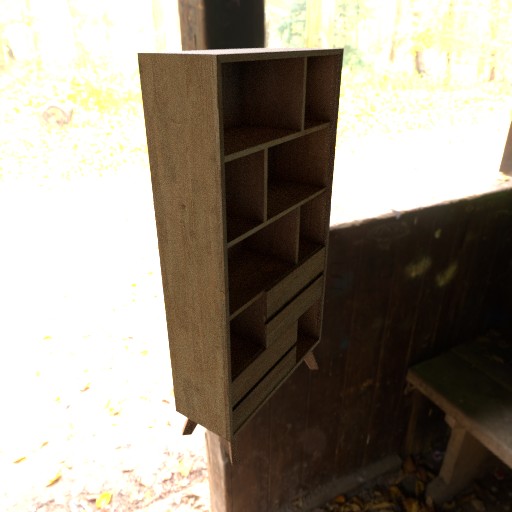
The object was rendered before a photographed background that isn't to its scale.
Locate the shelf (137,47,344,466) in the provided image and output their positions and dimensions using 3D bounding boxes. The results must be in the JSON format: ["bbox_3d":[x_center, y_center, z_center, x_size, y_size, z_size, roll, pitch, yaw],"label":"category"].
[{"bbox_3d":[0.000,0.000,1.745,0.308,1.471,0.748,17,31,30],"label":"shelf"}]
